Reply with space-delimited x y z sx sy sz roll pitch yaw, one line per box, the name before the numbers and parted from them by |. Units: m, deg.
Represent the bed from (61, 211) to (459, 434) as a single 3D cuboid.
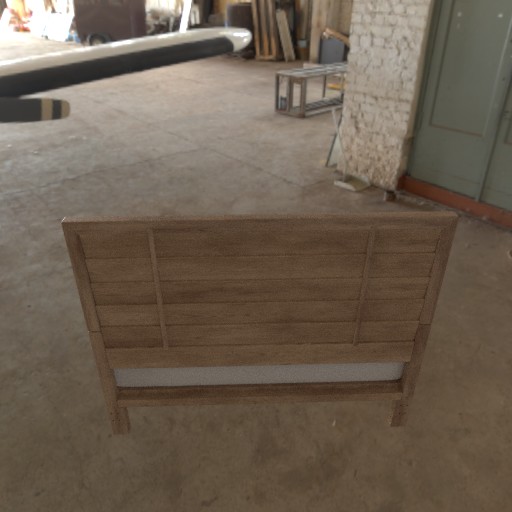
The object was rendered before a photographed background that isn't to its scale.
bed | 0.000 0.000 3.539 2.032 1.626 2.032 -1 31 -2
